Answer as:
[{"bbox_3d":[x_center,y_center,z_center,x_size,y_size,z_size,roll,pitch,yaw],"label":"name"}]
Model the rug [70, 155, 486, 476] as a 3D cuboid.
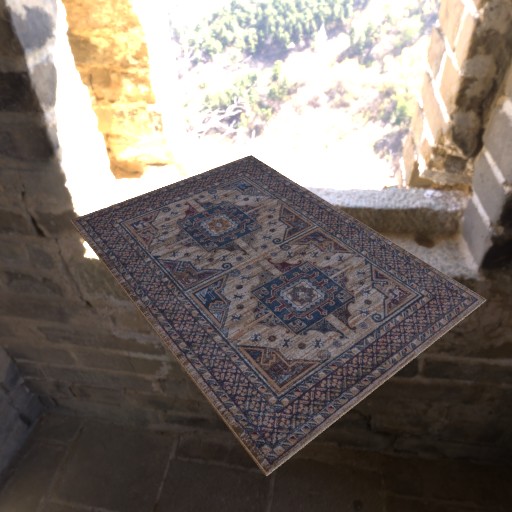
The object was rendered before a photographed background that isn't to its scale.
[{"bbox_3d":[0.000,0.000,2.831,1.611,0.008,2.227,-26,47,-28],"label":"rug"}]
